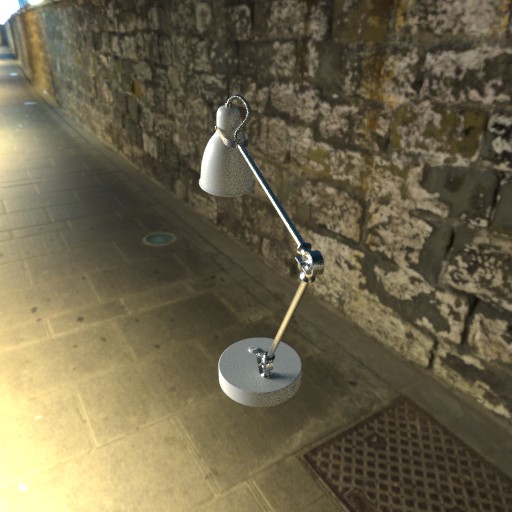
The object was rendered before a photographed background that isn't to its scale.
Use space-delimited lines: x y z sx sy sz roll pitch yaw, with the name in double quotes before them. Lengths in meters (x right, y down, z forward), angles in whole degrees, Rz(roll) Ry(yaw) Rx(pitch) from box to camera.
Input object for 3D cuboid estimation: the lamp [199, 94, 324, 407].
"lamp" 0.000 0.000 0.904 0.187 0.587 0.561 -9 28 -16
